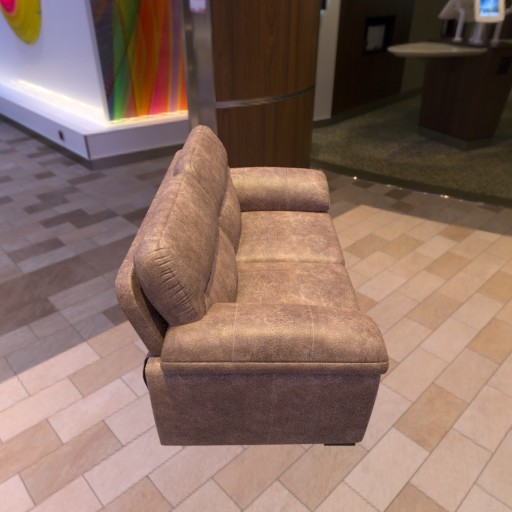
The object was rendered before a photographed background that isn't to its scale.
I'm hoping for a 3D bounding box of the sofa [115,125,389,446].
[{"bbox_3d":[0.000,0.000,2.335,0.991,0.991,1.753,0,32,0],"label":"sofa"}]
